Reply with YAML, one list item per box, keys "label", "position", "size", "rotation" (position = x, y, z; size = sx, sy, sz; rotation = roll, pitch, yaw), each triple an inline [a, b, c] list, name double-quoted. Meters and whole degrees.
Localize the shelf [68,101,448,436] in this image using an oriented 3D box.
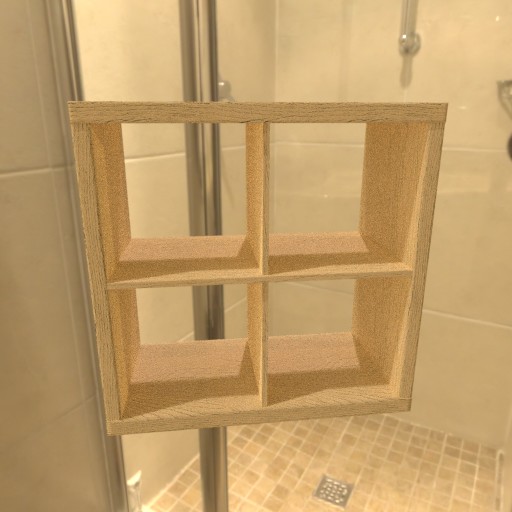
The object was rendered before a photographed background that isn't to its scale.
- label: "shelf"
  position: [0.000, 0.000, 1.215]
  size: [0.790, 0.786, 0.390]
  rotation: [-2, 18, -7]
